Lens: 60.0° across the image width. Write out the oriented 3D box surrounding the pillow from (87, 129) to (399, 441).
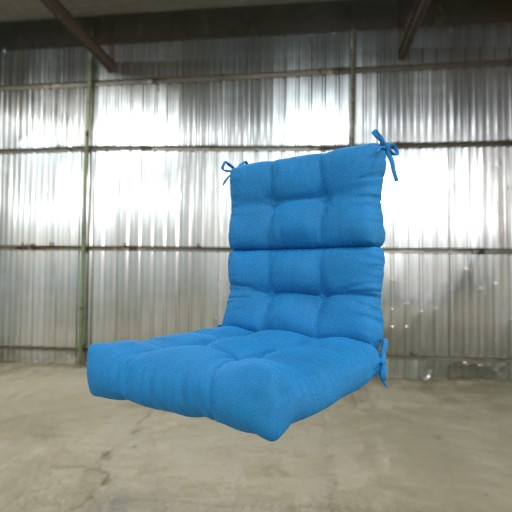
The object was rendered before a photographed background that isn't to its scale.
[{"bbox_3d":[0.000,0.000,1.003,0.519,0.605,0.571,-1,-2,35],"label":"pillow"}]
